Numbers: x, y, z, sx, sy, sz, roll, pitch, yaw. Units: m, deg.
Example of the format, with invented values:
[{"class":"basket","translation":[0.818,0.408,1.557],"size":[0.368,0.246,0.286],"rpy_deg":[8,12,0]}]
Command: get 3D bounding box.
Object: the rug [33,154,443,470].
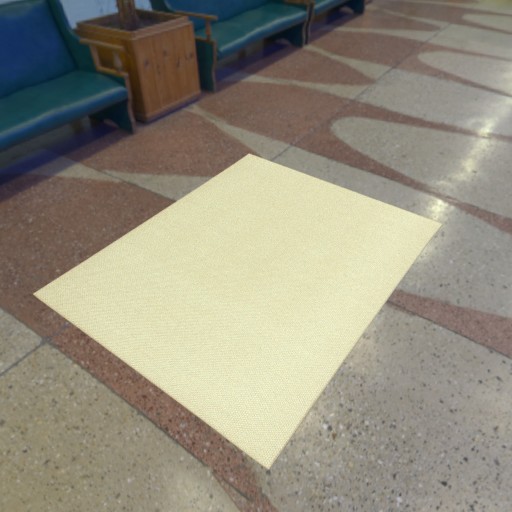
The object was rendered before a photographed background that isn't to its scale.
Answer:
[{"class":"rug","translation":[0.000,0.000,4.110],"size":[2.462,0.018,3.039],"rpy_deg":[26,47,27]}]
